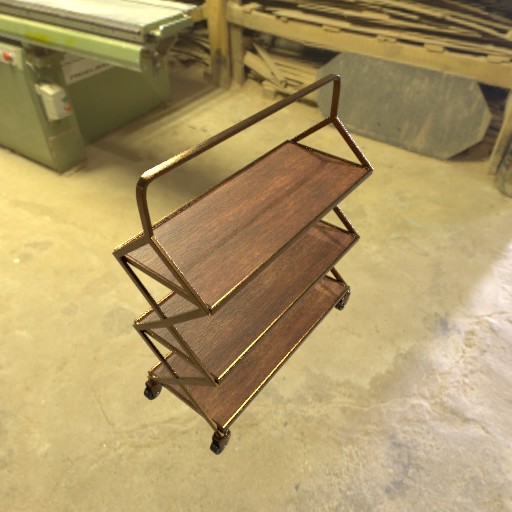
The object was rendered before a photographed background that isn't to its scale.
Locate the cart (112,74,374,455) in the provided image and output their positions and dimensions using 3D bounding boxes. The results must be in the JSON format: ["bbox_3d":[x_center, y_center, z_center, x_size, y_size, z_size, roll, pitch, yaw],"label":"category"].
[{"bbox_3d":[0.000,0.000,1.220,0.313,0.805,0.723,27,48,28],"label":"cart"}]
